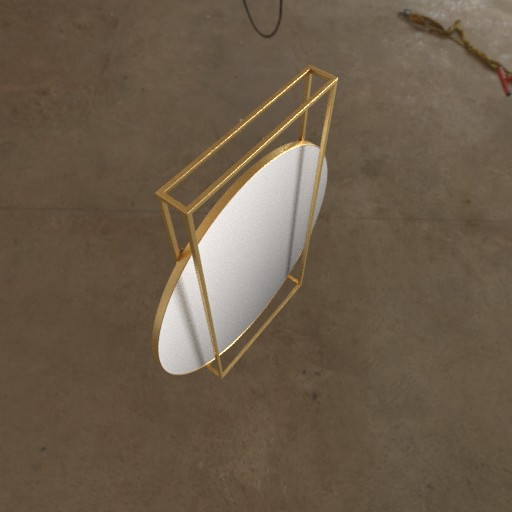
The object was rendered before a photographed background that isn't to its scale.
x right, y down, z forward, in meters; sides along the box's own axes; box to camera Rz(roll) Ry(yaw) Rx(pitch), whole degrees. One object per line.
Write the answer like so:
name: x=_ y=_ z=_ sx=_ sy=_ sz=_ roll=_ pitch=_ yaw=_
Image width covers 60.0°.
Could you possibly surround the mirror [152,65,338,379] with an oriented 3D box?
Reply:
mirror: x=0.000 y=0.000 z=0.827 sx=0.051 sy=0.603 sz=0.508 roll=34 pitch=63 yaw=20
